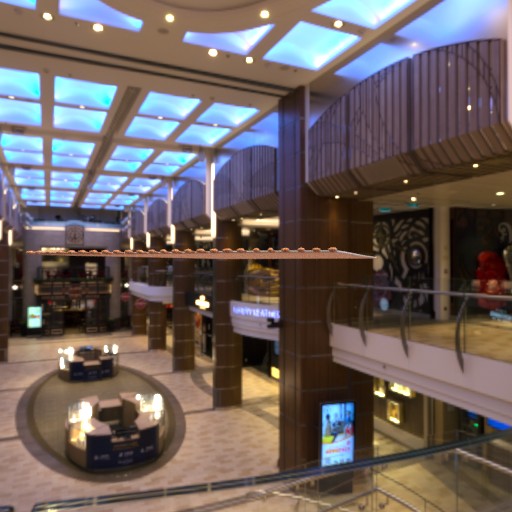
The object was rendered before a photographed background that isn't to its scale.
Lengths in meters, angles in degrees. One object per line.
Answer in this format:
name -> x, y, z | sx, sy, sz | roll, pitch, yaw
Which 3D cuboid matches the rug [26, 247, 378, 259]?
rug -> 0.000, 0.000, 2.545 | 1.232, 0.017, 2.092 | 0, -1, 19
